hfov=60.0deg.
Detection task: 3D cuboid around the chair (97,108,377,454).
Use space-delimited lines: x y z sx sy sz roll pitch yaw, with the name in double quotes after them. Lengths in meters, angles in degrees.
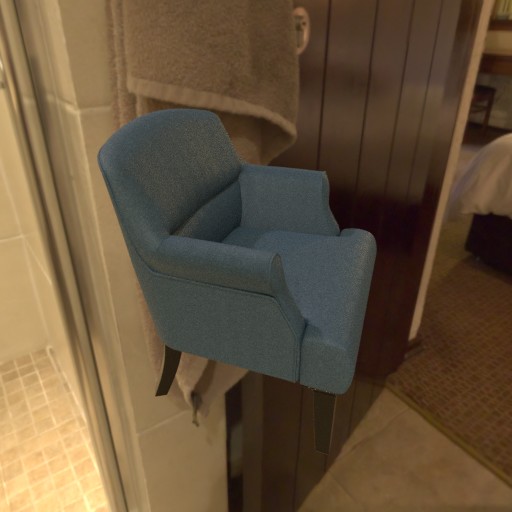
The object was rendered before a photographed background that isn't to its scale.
0.000 0.000 1.479 0.754 0.878 0.770 9 30 16 "chair"
